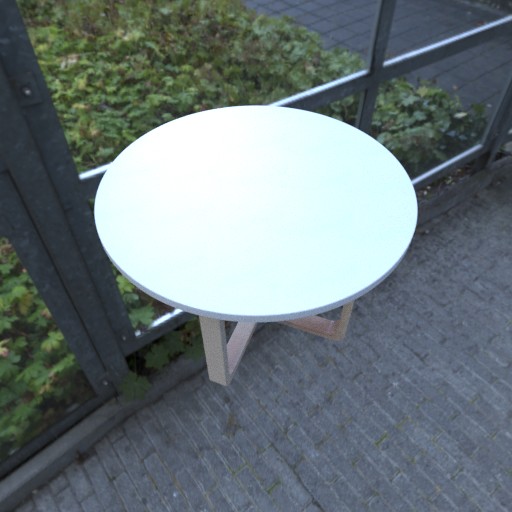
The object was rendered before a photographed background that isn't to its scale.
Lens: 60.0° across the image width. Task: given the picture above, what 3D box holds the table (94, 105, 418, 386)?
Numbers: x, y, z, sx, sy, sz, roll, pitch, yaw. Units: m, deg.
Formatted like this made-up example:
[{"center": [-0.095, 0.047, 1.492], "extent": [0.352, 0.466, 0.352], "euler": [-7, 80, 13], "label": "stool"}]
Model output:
[{"center": [0.000, 0.000, 0.993], "extent": [0.600, 0.400, 0.600], "euler": [0, 48, 0], "label": "table"}]
